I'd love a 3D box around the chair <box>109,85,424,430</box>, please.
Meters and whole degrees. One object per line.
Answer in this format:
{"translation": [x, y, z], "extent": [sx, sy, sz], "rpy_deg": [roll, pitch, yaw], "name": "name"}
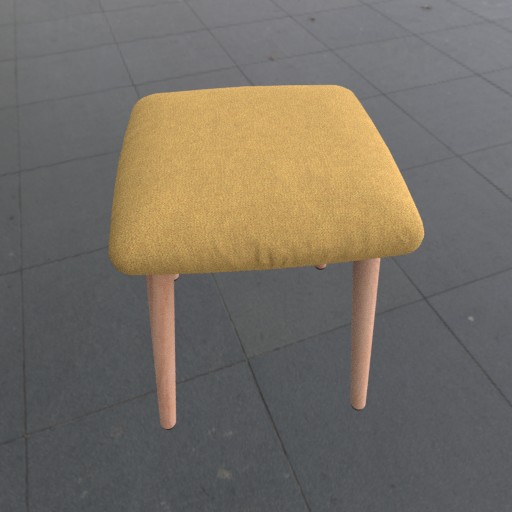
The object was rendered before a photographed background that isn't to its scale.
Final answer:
{"translation": [0.000, 0.000, 0.696], "extent": [0.350, 0.440, 0.350], "rpy_deg": [-4, 47, -4], "name": "chair"}
